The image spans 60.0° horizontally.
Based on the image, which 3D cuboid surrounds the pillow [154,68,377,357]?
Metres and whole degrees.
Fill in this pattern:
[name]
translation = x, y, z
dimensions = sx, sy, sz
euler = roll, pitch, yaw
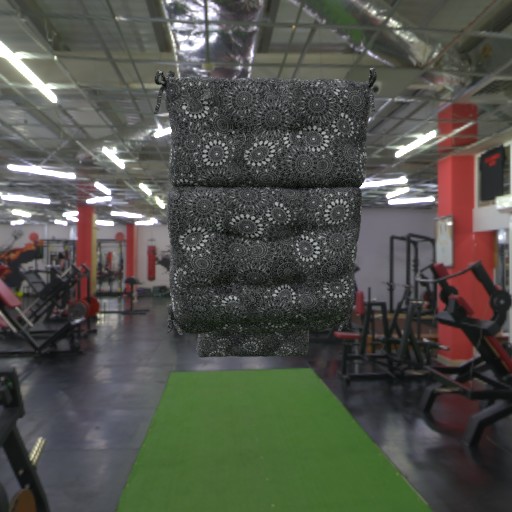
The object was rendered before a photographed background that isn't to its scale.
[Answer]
[pillow]
translation = 0.000, 0.000, 1.478
dimensions = 0.526, 0.863, 1.016
euler = 0, -1, -3
